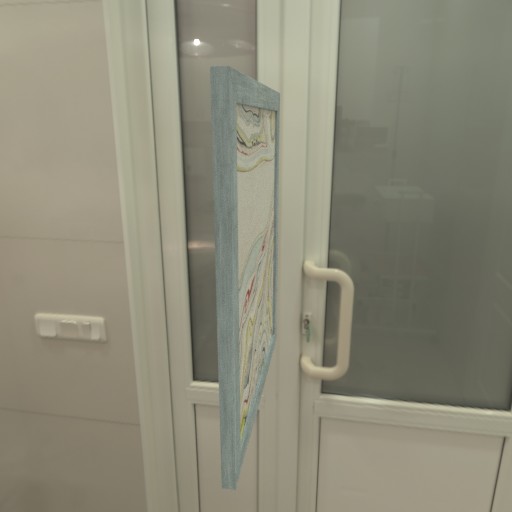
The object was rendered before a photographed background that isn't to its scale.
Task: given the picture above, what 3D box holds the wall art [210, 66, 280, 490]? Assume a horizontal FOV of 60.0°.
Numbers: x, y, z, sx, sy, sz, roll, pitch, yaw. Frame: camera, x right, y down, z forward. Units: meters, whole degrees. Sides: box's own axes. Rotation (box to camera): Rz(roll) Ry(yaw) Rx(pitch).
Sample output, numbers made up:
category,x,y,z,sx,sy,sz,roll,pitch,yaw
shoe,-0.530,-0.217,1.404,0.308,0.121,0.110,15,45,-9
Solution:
category,x,y,z,sx,sy,sz,roll,pitch,yaw
wall art,0.000,0.000,0.801,0.022,0.582,0.479,3,17,9
